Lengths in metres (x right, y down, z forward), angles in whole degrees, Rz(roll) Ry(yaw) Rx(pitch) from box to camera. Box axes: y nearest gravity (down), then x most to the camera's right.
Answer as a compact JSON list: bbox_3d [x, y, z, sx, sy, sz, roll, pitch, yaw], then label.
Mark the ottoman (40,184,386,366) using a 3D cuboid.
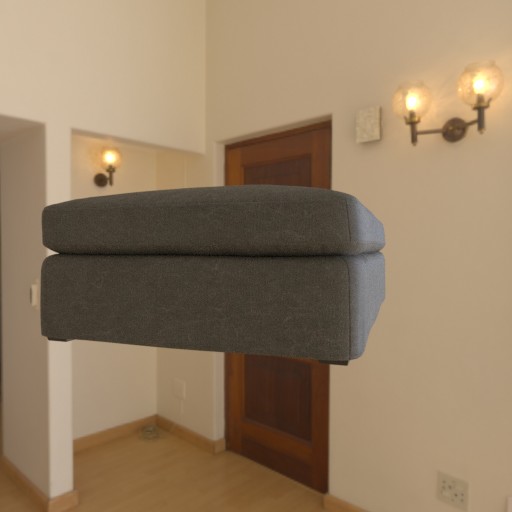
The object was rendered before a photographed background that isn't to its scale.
[{"bbox_3d":[0.000,0.000,1.570,0.840,0.429,1.199,0,1,19],"label":"ottoman"}]
